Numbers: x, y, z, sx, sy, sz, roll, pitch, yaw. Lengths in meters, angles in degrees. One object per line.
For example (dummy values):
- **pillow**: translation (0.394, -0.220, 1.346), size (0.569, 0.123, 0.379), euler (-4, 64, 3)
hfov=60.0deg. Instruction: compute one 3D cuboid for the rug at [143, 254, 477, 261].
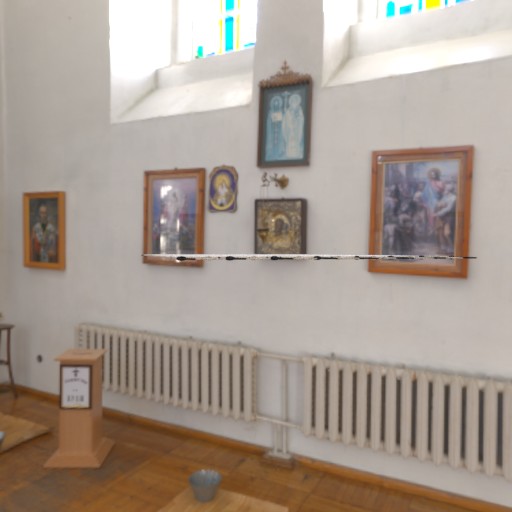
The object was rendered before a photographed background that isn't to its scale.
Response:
- **rug**: translation (0.000, 0.000, 3.339), size (1.524, 0.021, 2.755), euler (0, 0, -18)
